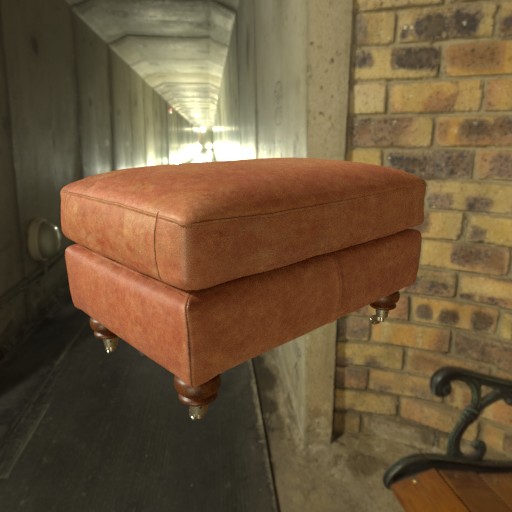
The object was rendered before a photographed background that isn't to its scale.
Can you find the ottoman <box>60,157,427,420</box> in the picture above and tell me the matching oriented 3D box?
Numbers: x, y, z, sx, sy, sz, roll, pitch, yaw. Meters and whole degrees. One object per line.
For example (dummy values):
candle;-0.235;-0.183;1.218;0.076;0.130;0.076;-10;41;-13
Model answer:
ottoman;0.000;0.000;1.201;0.852;0.507;0.565;-15;22;-41
